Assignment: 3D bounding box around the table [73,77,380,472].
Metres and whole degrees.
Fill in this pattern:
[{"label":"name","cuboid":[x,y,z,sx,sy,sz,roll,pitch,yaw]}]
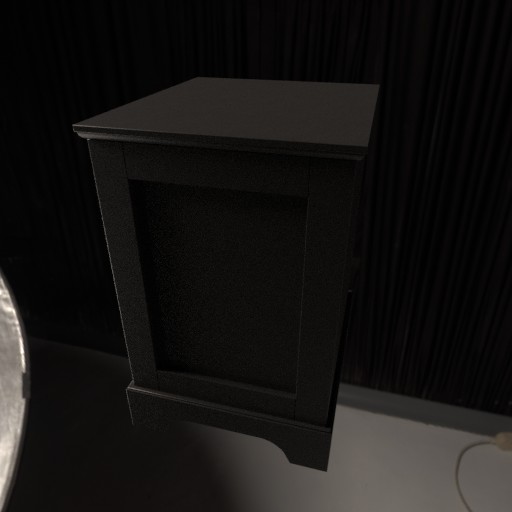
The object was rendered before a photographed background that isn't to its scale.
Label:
[{"label":"table","cuboid":[0.000,0.000,0.907,0.399,0.610,0.460,8,31,13]}]
